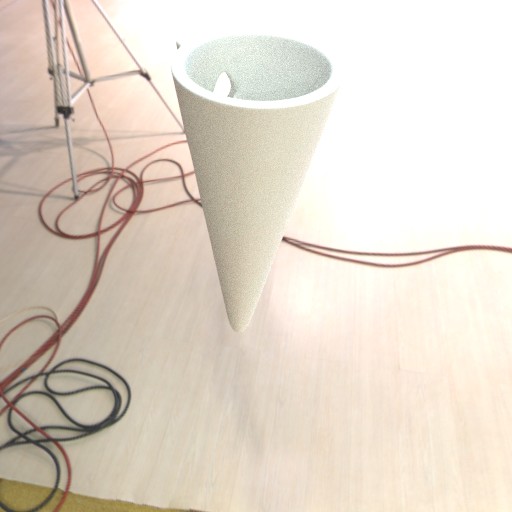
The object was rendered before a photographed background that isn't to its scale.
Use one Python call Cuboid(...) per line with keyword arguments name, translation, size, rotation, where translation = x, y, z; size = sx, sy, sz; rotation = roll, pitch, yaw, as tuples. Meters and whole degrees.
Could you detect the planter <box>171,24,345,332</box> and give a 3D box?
Cuboid(name="planter", translation=(0.000, 0.000, 0.221), size=(0.057, 0.193, 0.064), rotation=(-22, 51, -20))
